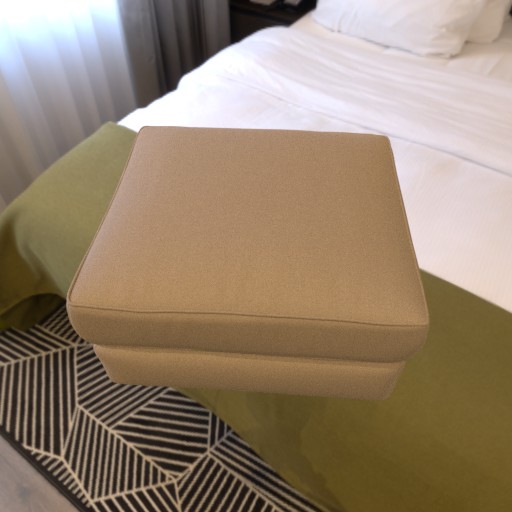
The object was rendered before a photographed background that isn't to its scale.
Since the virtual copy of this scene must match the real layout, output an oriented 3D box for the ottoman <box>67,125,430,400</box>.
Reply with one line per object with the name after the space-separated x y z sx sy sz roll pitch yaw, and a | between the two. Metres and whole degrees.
0.000 0.000 1.169 0.721 0.505 0.662 3 48 3 | ottoman
